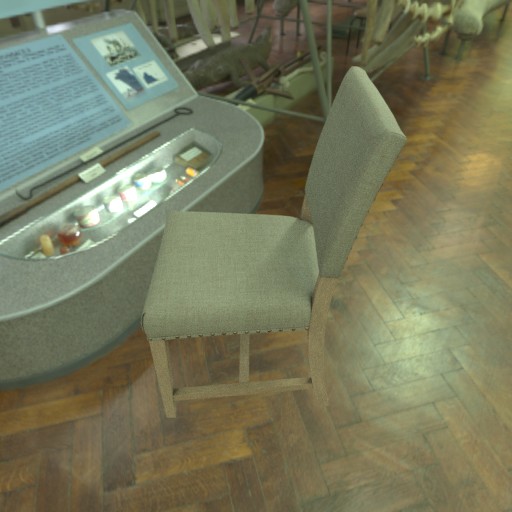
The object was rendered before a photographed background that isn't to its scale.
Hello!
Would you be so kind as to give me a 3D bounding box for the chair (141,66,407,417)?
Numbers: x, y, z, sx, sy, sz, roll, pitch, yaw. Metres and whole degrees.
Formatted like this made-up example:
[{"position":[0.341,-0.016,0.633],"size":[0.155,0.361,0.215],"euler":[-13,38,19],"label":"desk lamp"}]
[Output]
[{"position":[0.000,0.000,1.355],"size":[0.622,0.986,0.508],"euler":[0,40,0],"label":"chair"}]
